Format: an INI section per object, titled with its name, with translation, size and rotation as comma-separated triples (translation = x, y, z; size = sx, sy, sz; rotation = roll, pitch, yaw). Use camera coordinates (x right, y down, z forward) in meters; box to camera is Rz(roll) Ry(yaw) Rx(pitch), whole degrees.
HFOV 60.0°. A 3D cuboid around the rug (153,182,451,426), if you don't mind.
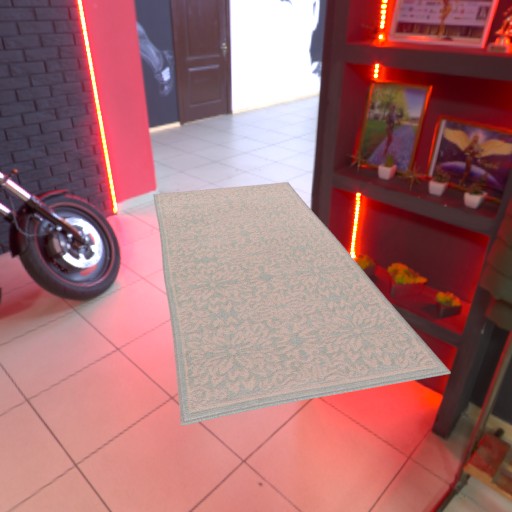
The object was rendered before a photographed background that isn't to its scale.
[rug]
translation = 0.000, 0.000, 1.445
size = 0.604, 0.007, 1.219
rotation = -7, 31, -12
